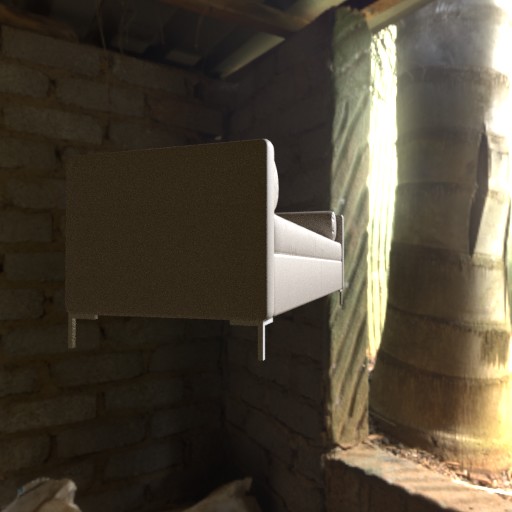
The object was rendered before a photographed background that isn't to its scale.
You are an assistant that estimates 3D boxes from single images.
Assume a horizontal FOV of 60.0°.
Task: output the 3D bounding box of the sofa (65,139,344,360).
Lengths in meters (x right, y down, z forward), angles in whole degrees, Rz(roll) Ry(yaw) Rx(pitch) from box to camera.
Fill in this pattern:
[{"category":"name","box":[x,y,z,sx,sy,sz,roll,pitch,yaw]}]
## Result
[{"category":"sofa","box":[0.000,0.000,2.270,0.686,0.635,1.981,0,-2,17]}]
